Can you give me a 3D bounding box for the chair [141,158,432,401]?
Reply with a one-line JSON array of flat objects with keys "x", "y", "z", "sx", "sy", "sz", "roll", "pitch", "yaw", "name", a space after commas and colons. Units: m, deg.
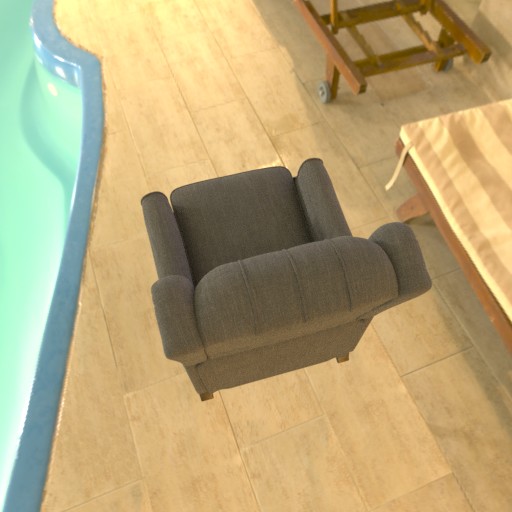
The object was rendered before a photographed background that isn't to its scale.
[{"x": 0.000, "y": 0.000, "z": 1.636, "sx": 0.742, "sy": 1.035, "sz": 0.898, "roll": -13, "pitch": 61, "yaw": -8, "name": "chair"}]
